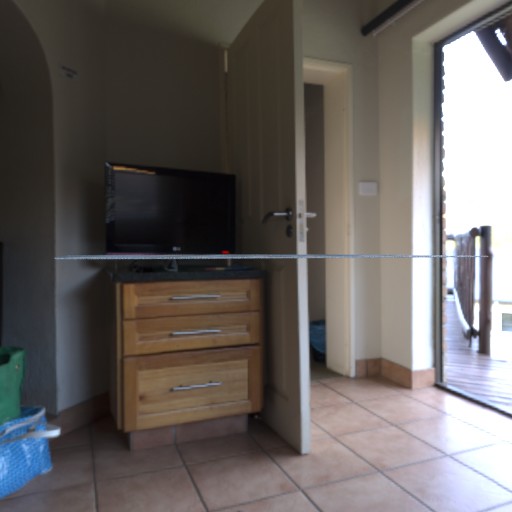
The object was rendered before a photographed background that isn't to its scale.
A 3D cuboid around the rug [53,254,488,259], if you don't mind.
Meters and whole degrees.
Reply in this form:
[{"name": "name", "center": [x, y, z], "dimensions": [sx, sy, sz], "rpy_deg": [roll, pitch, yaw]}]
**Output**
[{"name": "rug", "center": [0.000, 0.000, 2.296], "dimensions": [1.827, 0.005, 1.229], "rpy_deg": [0, 1, -20]}]
